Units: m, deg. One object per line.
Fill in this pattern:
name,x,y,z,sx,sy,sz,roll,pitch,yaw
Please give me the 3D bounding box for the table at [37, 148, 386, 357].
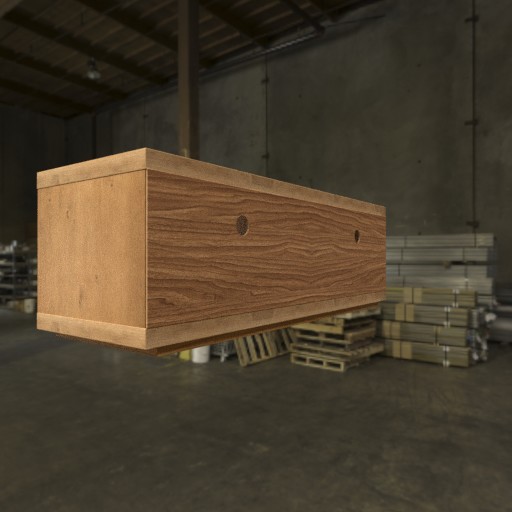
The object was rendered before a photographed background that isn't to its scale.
table,0.000,0.000,1.763,0.499,0.491,1.499,0,0,37
